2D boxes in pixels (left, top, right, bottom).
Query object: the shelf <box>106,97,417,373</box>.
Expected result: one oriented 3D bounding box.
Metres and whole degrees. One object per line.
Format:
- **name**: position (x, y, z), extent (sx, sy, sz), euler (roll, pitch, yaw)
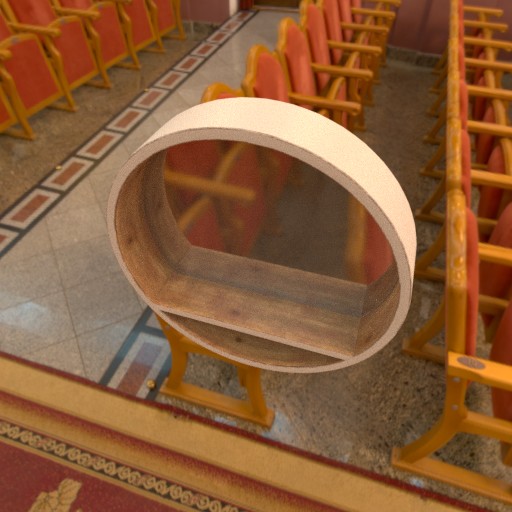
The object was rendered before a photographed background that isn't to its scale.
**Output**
- **shelf**: position (0.000, 0.000, 1.196), extent (0.806, 0.807, 0.158), euler (13, 44, 14)
